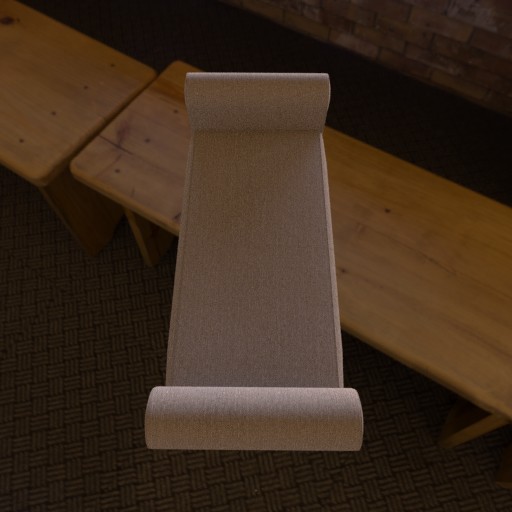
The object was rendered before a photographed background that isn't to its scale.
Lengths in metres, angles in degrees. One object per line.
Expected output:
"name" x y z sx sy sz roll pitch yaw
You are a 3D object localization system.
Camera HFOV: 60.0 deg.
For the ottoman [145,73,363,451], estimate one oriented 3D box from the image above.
"ottoman" 0.000 0.000 1.526 0.521 0.547 1.256 0 62 0
